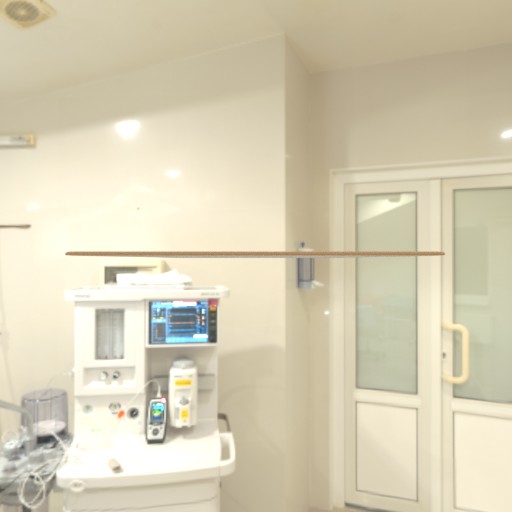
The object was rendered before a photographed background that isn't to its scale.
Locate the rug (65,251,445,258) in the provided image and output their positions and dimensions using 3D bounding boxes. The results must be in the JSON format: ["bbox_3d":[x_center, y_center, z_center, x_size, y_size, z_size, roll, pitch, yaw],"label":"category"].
[{"bbox_3d":[0.000,0.000,2.057,1.061,0.012,1.668,0,0,0],"label":"rug"}]
